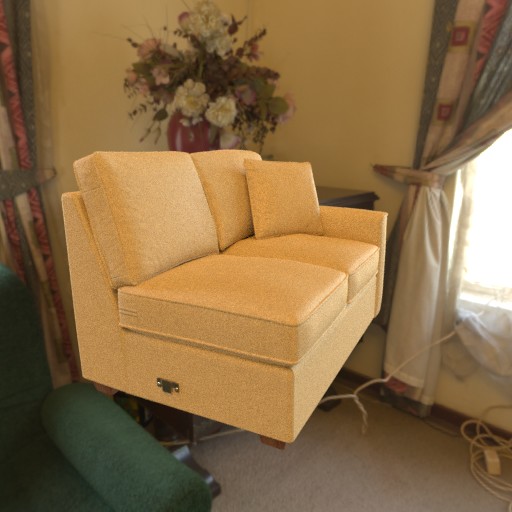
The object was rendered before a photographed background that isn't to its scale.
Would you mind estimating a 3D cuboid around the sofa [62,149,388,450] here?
[{"bbox_3d":[0.000,0.000,2.118,0.991,0.989,1.388,7,16,26],"label":"sofa"}]
